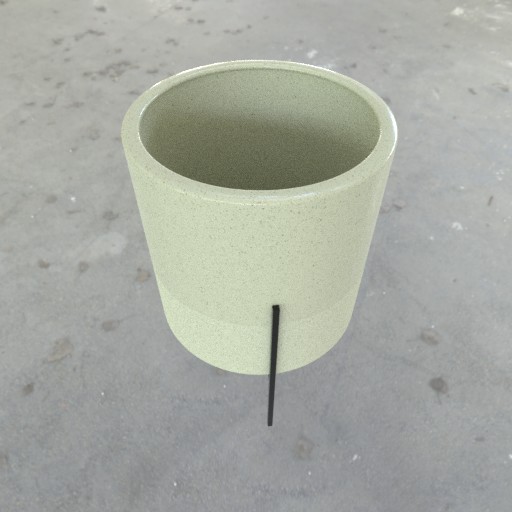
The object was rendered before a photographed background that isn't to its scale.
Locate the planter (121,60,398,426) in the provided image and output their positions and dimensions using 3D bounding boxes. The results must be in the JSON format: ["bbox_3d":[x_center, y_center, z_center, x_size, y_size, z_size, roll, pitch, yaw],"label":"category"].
[{"bbox_3d":[0.000,0.000,0.684,0.323,0.475,0.314,18,49,16],"label":"planter"}]
